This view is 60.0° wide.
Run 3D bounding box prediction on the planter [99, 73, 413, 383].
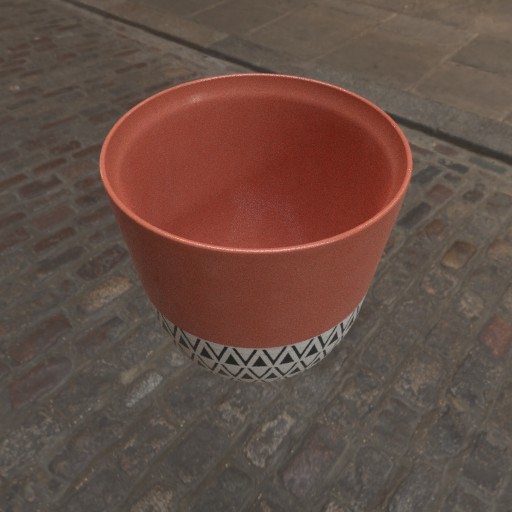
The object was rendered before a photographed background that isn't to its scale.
[{"bbox_3d":[0.000,0.000,0.361,0.195,0.214,0.195,0,47,0],"label":"planter"}]
